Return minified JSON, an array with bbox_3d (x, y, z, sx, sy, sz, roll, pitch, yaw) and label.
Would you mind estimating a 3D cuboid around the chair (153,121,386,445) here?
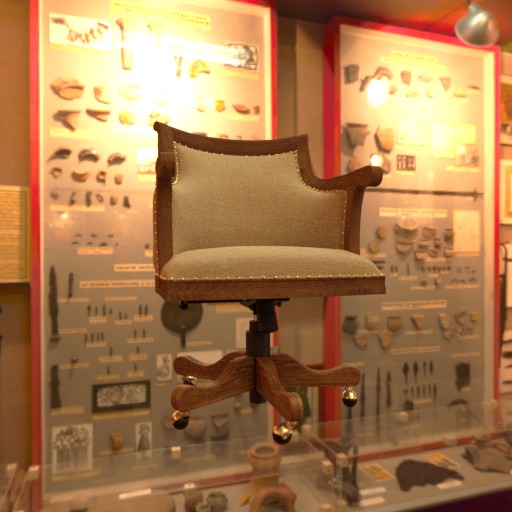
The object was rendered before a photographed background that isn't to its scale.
[{"bbox_3d":[0.000,0.000,1.438,0.656,0.965,0.689,0,1,-17],"label":"chair"}]
